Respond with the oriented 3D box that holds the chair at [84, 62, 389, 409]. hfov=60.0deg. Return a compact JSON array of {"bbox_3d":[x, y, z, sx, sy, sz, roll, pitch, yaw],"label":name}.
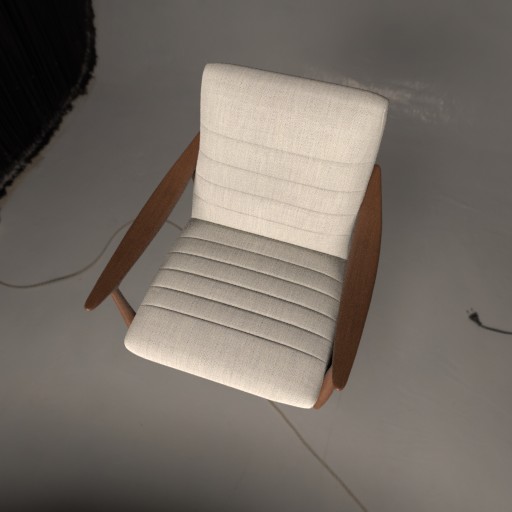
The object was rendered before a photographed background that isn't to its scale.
[{"bbox_3d":[0.000,0.000,1.444,0.741,0.832,0.798,16,60,9],"label":"chair"}]
